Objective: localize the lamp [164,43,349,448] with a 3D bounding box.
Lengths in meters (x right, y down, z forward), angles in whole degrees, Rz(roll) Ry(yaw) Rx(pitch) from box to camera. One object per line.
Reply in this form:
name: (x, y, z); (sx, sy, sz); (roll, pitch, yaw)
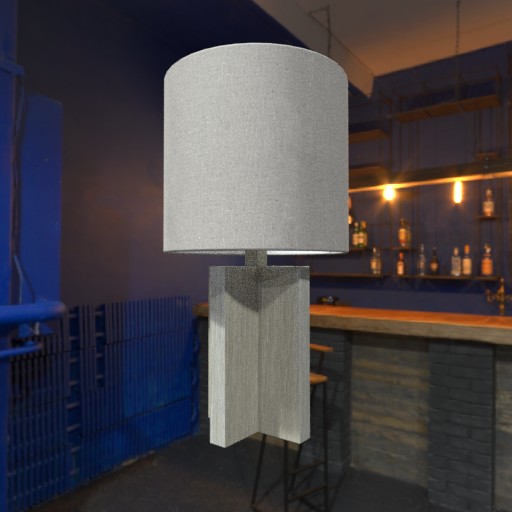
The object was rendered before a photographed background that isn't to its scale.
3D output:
lamp: (0.000, 0.000, 0.558); (0.229, 0.428, 0.229); (-1, -1, 38)
